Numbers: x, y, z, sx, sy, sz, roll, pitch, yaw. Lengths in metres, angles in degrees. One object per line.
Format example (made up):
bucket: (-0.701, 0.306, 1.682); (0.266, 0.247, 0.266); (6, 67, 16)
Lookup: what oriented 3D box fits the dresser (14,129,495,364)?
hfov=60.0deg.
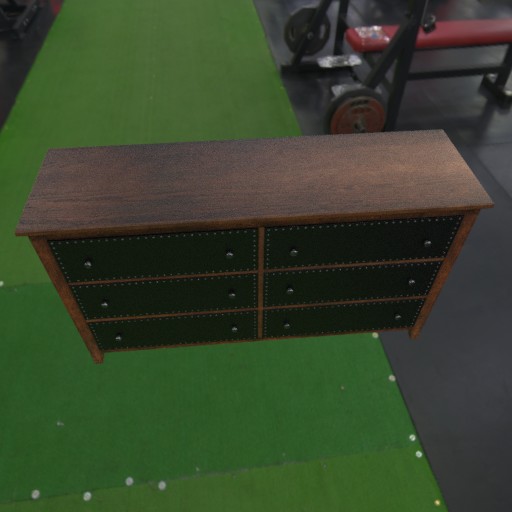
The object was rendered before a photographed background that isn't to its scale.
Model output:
dresser: (0.000, 0.000, 1.886); (1.551, 0.856, 0.463); (-4, 47, -3)
